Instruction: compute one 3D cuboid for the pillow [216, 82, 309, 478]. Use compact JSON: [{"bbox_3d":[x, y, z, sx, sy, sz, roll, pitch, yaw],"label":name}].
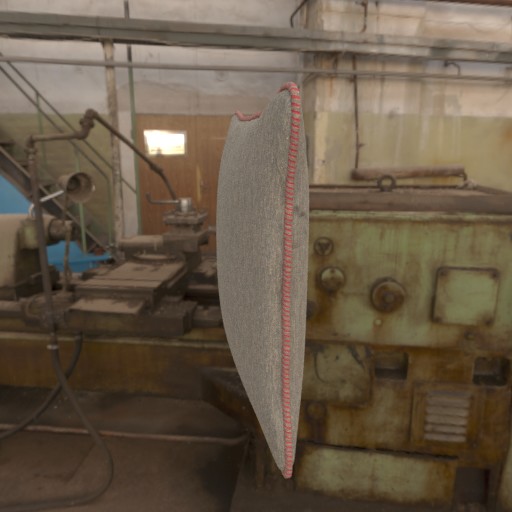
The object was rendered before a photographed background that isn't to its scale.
[{"bbox_3d":[0.000,0.000,0.735,0.124,0.491,0.482,-2,14,-10],"label":"pillow"}]
